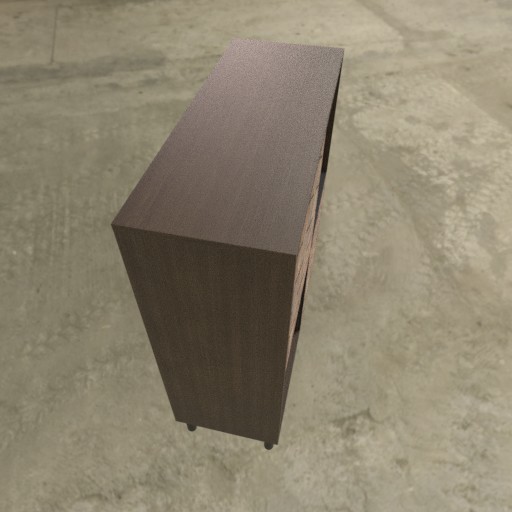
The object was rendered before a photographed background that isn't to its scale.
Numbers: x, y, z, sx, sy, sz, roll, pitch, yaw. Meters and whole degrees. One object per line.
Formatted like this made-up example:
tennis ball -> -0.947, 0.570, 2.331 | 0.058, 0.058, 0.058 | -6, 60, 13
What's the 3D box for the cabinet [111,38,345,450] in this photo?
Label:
cabinet -> 0.000, 0.000, 1.675 | 0.400, 1.170, 1.010 | 10, 48, 9
